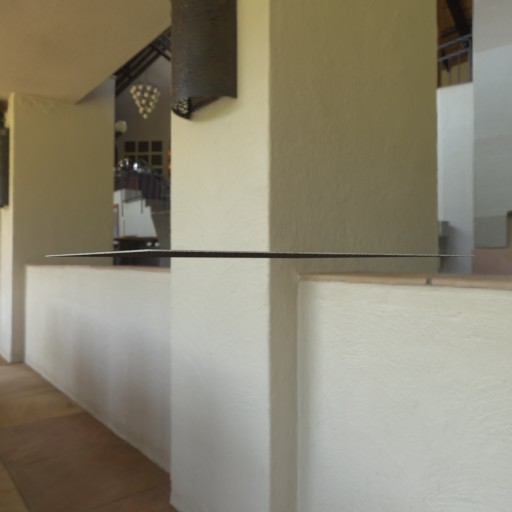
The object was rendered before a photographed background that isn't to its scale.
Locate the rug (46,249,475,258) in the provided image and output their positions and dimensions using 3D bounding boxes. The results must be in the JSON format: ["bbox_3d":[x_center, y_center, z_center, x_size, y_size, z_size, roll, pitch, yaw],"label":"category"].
[{"bbox_3d":[0.000,0.000,3.993,3.036,0.008,2.440,1,-1,-36],"label":"rug"}]
